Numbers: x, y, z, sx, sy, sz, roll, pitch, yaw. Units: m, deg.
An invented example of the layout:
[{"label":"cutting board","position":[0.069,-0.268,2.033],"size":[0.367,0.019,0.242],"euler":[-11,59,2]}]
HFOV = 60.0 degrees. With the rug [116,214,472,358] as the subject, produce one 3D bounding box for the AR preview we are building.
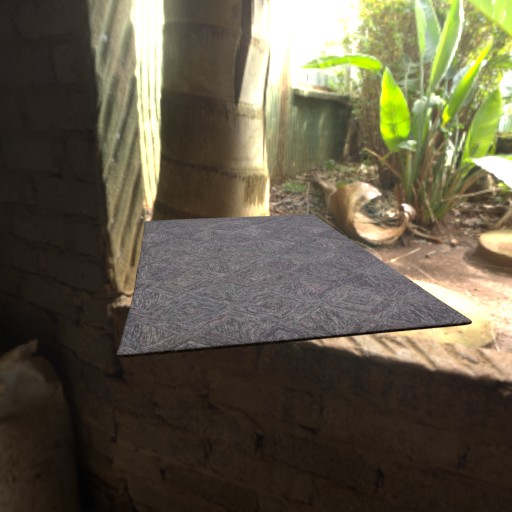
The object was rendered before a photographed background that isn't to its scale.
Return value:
[{"label":"rug","position":[0.000,0.000,2.188],"size":[1.158,0.013,1.752],"euler":[-3,18,-11]}]
